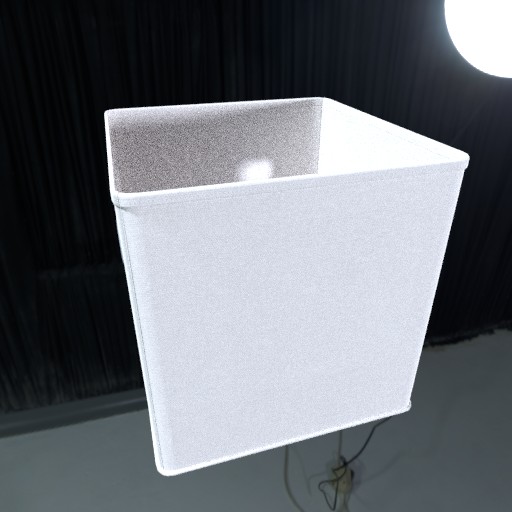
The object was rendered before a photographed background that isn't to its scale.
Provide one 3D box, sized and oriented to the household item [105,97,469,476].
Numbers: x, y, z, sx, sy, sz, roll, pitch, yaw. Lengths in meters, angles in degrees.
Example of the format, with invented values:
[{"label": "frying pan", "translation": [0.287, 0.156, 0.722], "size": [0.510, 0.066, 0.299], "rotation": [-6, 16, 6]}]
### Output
[{"label": "household item", "translation": [0.000, 0.000, 0.538], "size": [0.305, 0.305, 0.305], "rotation": [-9, 31, -15]}]
